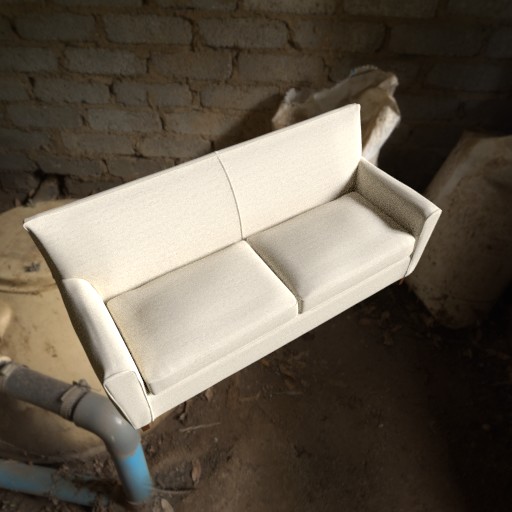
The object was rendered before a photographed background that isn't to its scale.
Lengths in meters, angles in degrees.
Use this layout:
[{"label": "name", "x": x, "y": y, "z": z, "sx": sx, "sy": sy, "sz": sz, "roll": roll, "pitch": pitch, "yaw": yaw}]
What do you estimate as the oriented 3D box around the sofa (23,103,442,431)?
[{"label": "sofa", "x": 0.000, "y": 0.000, "z": 2.455, "sx": 2.001, "sy": 0.907, "sz": 0.841, "roll": -25, "pitch": 52, "yaw": -22}]
